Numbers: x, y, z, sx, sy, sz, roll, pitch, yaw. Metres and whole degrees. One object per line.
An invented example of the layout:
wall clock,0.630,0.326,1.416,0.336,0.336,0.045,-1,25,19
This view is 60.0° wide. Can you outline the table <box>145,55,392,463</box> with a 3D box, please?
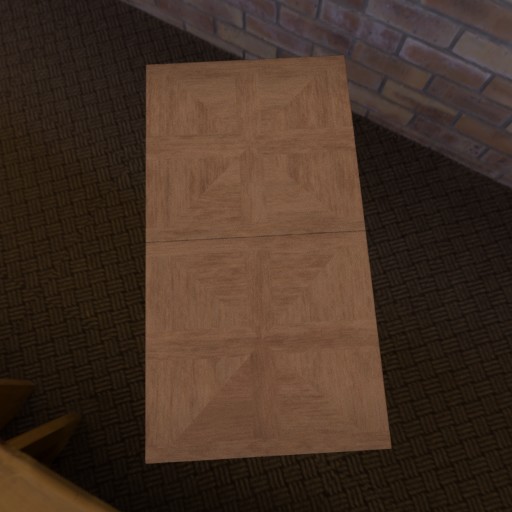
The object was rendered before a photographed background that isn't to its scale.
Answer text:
table,0.000,0.000,2.418,1.016,0.768,1.881,-3,76,-1
